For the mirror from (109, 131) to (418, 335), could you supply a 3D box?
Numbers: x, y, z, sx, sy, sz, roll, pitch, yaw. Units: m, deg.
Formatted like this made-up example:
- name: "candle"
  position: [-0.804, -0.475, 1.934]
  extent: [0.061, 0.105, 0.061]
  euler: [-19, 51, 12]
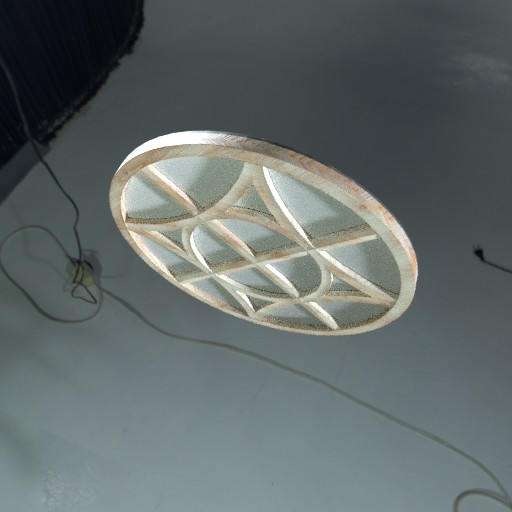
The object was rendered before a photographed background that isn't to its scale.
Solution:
- name: "mirror"
  position: [0.000, 0.000, 1.033]
  extent: [0.710, 0.710, 0.038]
  euler: [16, 60, 9]
